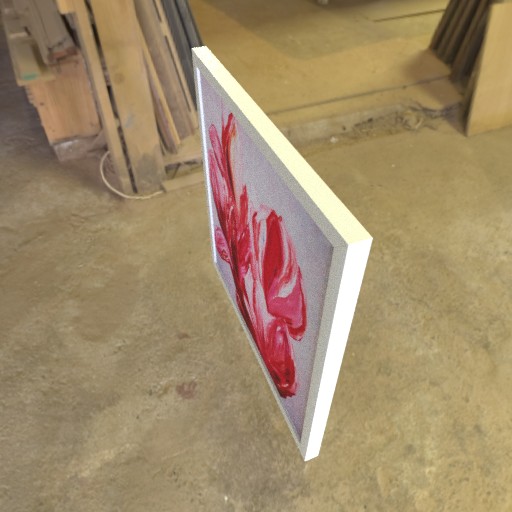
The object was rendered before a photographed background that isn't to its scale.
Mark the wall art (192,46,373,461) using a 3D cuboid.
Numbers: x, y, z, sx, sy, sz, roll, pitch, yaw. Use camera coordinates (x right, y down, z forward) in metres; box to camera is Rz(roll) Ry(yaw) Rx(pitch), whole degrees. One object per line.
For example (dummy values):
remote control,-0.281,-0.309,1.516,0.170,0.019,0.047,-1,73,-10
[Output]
wall art,0.000,0.000,0.667,0.023,0.453,0.455,-16,47,-15
